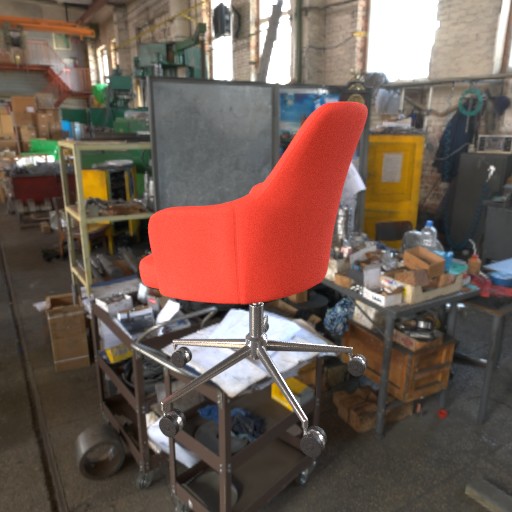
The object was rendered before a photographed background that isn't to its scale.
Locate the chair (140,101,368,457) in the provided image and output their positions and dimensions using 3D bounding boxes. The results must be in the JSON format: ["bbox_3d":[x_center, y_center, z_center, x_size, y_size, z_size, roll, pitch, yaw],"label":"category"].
[{"bbox_3d":[0.000,0.000,1.266,0.600,0.820,0.655,8,18,24],"label":"chair"}]
